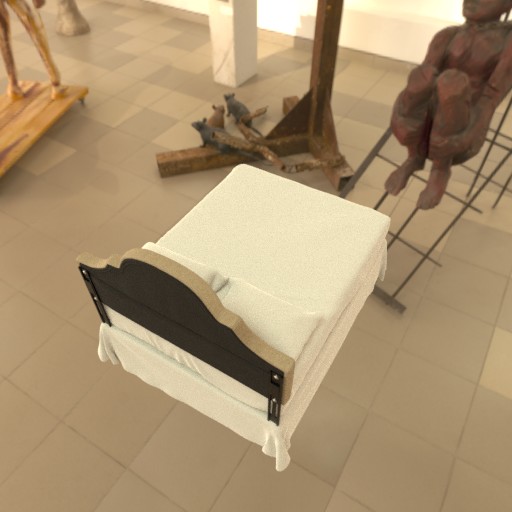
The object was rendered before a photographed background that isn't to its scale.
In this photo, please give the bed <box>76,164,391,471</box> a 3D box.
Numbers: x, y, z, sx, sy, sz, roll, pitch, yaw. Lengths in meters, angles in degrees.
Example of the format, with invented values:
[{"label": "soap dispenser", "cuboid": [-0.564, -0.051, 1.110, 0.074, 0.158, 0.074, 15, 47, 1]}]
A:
[{"label": "bed", "cuboid": [0.000, 0.000, 3.476, 1.780, 1.634, 2.222, 24, 52, 21]}]
